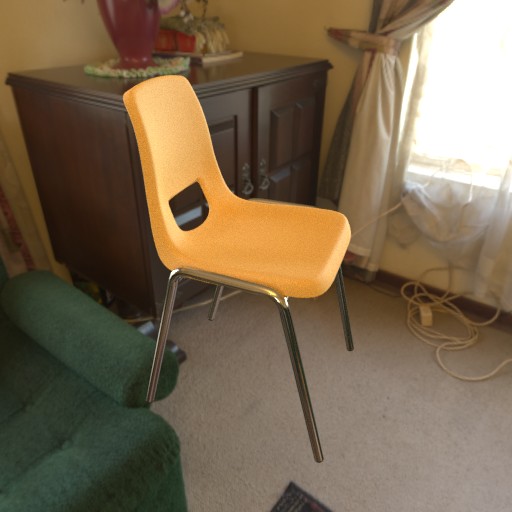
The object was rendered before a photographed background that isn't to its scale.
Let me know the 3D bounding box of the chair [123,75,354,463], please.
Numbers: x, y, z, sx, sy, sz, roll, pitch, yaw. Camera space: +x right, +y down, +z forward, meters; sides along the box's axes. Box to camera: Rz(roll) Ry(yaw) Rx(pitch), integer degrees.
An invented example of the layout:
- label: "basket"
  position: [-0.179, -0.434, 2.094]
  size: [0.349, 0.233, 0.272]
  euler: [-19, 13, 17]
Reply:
- label: "chair"
  position: [0.000, 0.000, 0.960]
  size: [0.436, 0.704, 0.381]
  euler: [11, 31, 18]
